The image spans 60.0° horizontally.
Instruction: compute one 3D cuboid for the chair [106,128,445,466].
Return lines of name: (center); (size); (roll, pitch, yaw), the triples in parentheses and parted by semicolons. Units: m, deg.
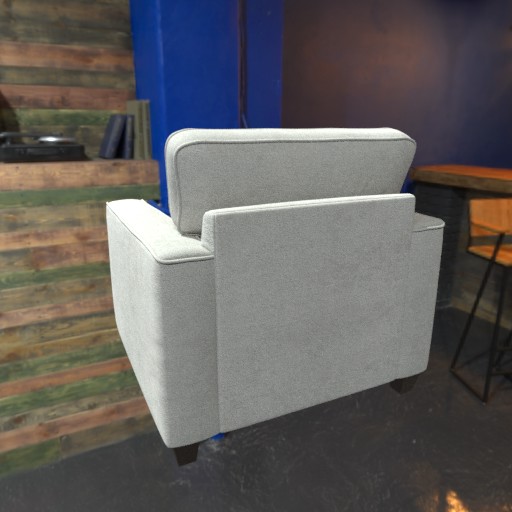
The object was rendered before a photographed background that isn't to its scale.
chair: (0.000, 0.000, 1.732); (1.015, 0.965, 0.939); (-8, 18, -24)
